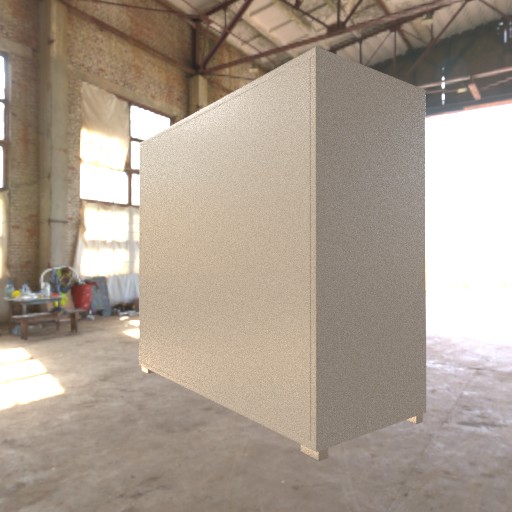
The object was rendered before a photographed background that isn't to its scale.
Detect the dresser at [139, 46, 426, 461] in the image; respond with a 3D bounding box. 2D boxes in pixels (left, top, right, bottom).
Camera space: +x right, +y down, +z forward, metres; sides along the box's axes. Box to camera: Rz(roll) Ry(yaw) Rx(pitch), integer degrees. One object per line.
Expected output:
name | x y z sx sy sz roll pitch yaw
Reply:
dresser | 0.000 0.000 1.640 0.460 1.000 1.100 0 -1 -37
